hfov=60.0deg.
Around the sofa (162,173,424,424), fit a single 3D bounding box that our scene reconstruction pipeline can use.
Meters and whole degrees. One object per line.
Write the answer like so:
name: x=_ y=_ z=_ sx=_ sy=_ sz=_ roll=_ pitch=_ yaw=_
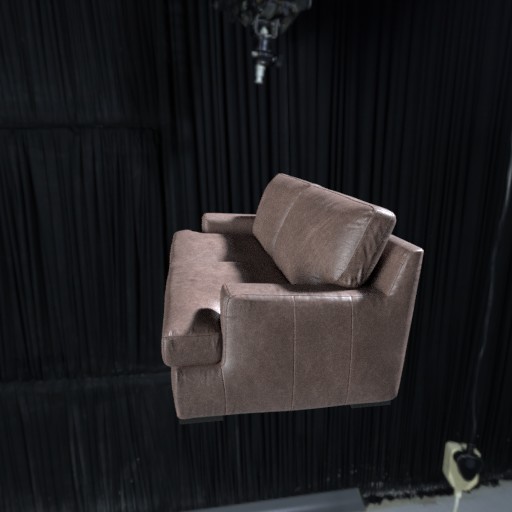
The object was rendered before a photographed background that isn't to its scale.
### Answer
sofa: x=0.000 y=0.000 z=2.926 sx=1.143 sy=0.941 sz=2.261 roll=-2 pitch=15 yaw=-9
